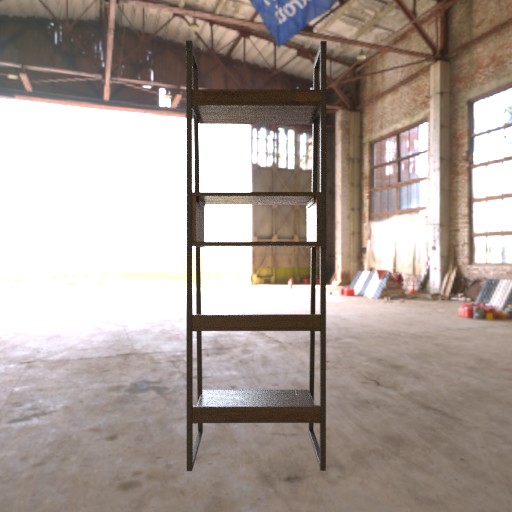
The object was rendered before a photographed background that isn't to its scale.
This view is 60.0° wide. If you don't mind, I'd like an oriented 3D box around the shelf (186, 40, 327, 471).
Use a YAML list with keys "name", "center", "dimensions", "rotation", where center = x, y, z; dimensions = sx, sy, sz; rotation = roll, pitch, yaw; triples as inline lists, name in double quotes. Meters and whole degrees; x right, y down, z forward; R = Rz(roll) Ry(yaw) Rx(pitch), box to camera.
- name: "shelf"
  center: [0.000, 0.000, 2.286]
  dimensions: [0.652, 2.005, 0.454]
  rotation: [0, 0, 0]
